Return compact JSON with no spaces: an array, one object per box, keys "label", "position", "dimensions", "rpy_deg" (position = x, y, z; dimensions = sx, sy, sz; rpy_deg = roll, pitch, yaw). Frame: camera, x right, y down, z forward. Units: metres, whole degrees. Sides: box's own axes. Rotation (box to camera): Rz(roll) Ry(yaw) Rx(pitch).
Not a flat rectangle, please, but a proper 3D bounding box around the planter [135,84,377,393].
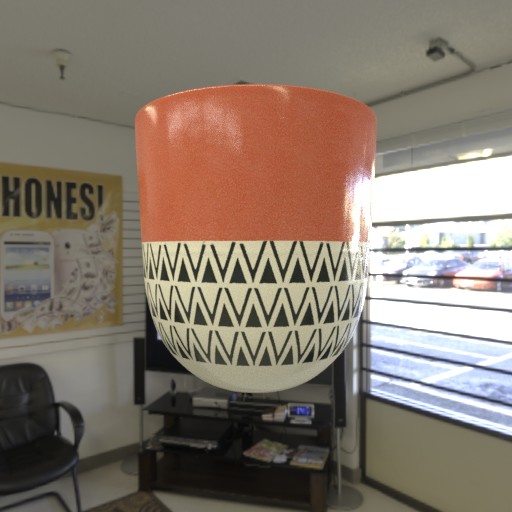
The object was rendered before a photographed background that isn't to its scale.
[{"label":"planter","position":[0.000,0.000,0.371],"dimensions":[0.195,0.214,0.195],"rpy_deg":[0,1,0]}]
